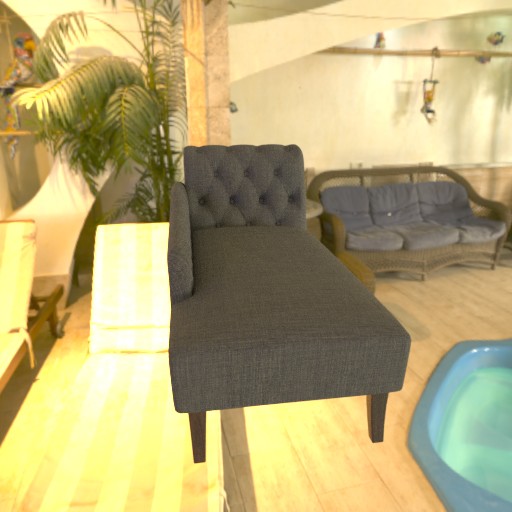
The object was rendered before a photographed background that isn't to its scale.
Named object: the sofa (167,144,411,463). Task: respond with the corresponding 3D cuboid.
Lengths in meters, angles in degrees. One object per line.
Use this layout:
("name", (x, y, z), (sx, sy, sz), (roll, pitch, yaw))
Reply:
("sofa", (0.000, 0.000, 1.805), (0.675, 0.787, 1.379), (-3, 19, -8))
